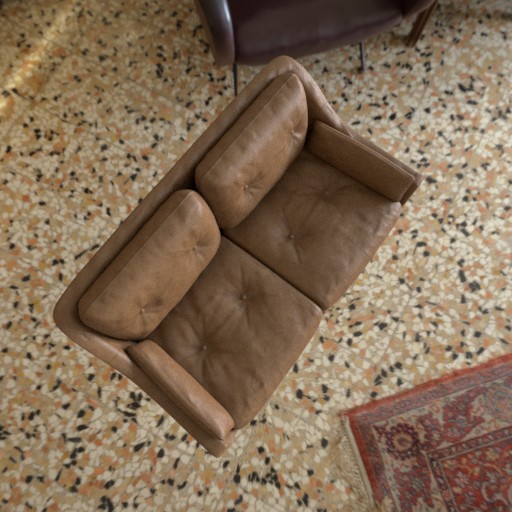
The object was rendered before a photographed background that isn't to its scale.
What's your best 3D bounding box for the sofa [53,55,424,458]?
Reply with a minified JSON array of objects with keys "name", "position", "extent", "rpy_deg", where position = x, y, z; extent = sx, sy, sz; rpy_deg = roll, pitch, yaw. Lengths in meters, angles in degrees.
[{"name":"sofa","position":[0.000,0.000,2.303],"extent":[0.981,0.886,1.731],"rpy_deg":[37,78,9]}]
